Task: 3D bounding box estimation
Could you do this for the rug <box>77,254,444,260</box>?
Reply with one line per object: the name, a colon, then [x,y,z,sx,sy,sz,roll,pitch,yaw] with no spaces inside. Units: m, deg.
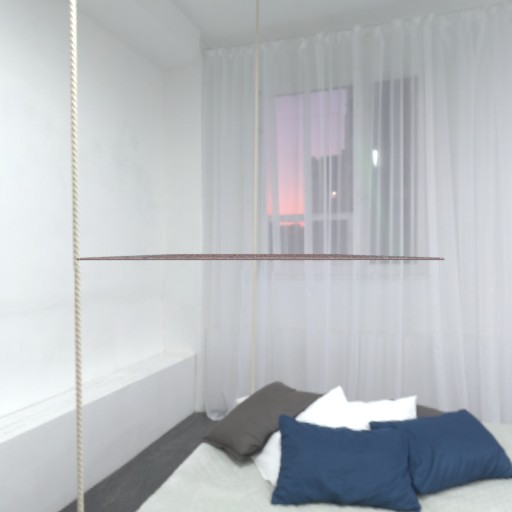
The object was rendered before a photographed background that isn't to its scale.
rug: [0.000,0.000,2.369,1.219,0.009,1.829,0,1,-1]
